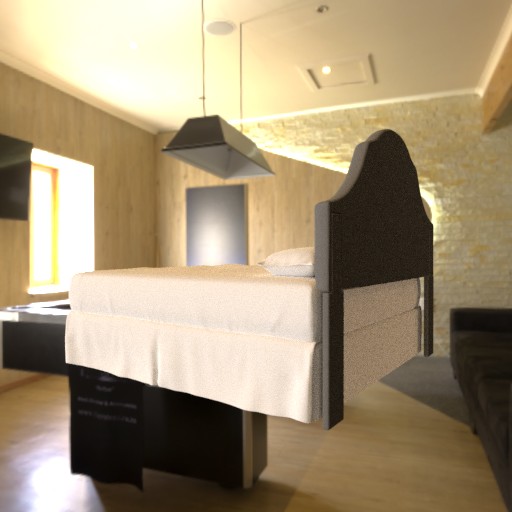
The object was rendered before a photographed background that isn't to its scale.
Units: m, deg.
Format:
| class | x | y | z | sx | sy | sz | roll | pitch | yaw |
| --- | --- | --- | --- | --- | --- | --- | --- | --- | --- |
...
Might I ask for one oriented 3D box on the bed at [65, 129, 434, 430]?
| class | x | y | z | sx | sy | sz | roll | pitch | yaw |
| --- | --- | --- | --- | --- | --- | --- | --- | --- | --- |
| bed | 0.000 | 0.000 | 3.498 | 2.214 | 1.615 | 2.008 | 0 | 0 | 35 |
